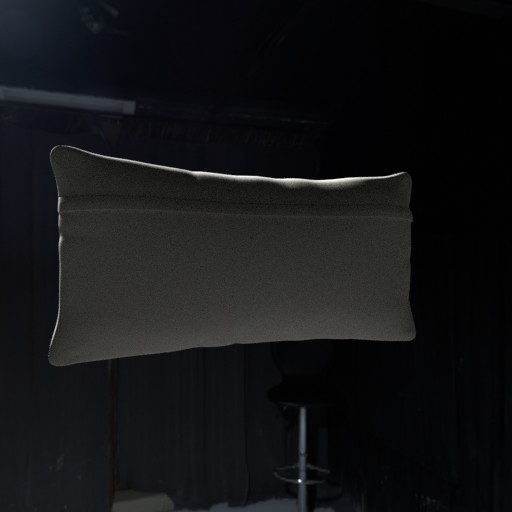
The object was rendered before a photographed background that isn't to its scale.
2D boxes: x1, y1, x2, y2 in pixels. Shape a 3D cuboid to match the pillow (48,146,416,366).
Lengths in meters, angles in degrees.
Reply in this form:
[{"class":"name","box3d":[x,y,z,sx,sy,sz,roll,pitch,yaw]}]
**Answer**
[{"class":"pillow","box3d":[0.000,0.000,0.709,0.604,0.307,0.148,0,0,-18]}]
